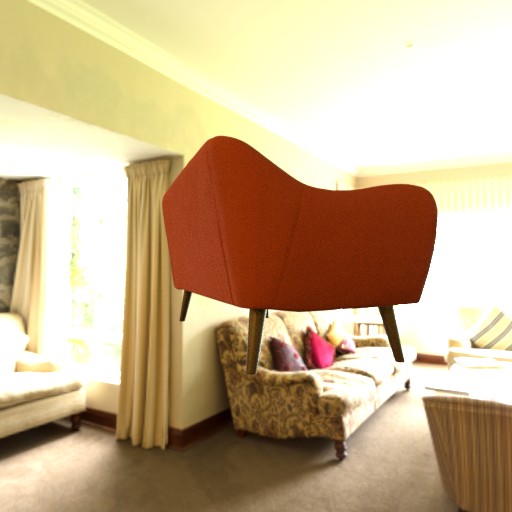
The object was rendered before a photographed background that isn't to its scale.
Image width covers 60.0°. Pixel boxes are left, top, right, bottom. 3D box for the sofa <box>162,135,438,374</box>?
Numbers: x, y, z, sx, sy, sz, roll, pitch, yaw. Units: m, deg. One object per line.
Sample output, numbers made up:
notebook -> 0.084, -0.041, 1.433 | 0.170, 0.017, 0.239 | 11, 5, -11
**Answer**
sofa -> 0.000, 0.000, 2.320 | 0.820, 0.836, 1.840 | 0, -1, -18
